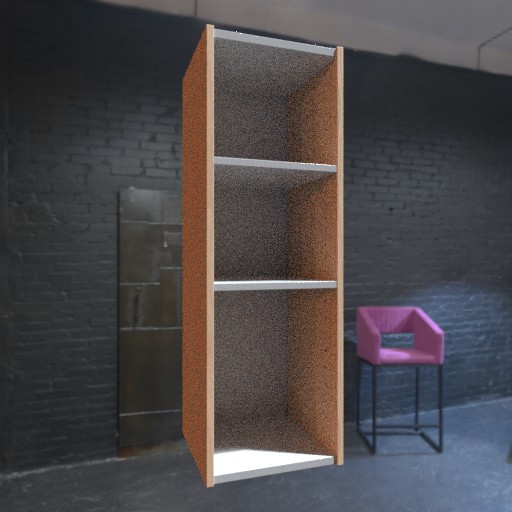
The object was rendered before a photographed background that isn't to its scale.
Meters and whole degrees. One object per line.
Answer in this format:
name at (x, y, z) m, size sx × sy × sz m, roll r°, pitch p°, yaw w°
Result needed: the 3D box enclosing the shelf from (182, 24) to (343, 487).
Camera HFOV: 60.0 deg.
shelf at (0.000, 0.000, 1.045) m, size 0.300 × 0.900 × 0.290 m, roll 0°, pitch 0°, yaw -19°
